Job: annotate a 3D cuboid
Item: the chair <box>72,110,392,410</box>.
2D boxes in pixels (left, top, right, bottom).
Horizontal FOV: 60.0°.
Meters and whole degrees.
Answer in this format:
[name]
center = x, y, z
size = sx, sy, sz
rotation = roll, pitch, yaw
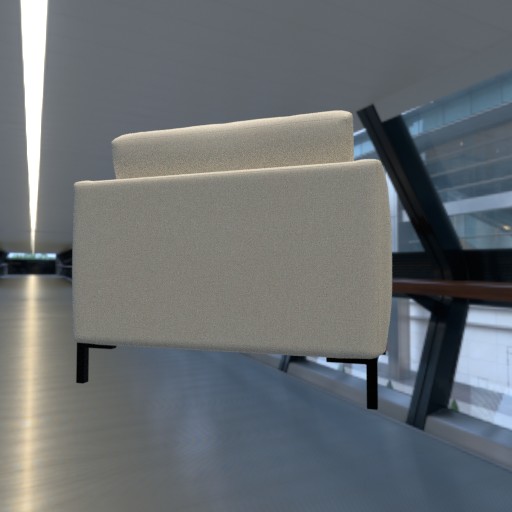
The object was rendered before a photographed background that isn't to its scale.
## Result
[chair]
center = 0.000, 0.000, 1.644
size = 0.964, 0.806, 0.875
rotation = -1, -3, 18
